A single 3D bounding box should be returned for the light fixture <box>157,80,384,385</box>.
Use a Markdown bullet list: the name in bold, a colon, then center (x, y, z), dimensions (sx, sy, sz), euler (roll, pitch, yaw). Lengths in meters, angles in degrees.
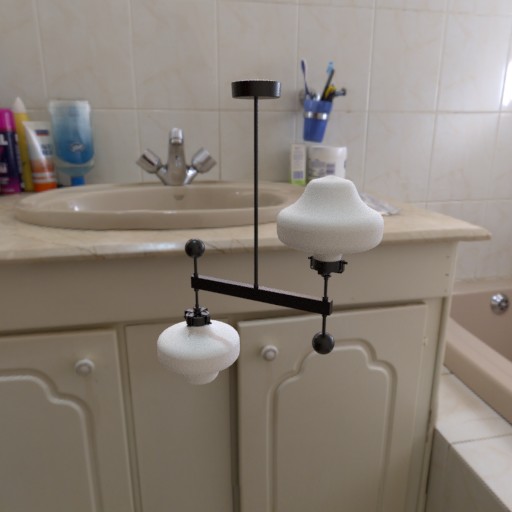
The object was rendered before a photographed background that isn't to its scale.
- **light fixture**: center (0.000, 0.000, 1.014), dimensions (0.489, 0.743, 0.422), euler (-2, 16, -8)
